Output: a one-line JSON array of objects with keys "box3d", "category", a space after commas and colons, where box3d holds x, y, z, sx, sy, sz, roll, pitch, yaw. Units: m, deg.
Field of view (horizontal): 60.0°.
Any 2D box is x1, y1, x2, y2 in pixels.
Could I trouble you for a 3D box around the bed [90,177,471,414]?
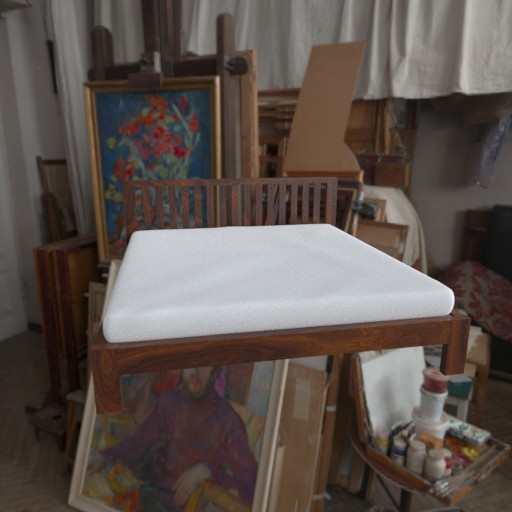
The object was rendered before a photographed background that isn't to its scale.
[{"box3d": [0.000, 0.000, 3.080, 1.905, 0.890, 2.030, -3, 15, -11], "category": "bed"}]
